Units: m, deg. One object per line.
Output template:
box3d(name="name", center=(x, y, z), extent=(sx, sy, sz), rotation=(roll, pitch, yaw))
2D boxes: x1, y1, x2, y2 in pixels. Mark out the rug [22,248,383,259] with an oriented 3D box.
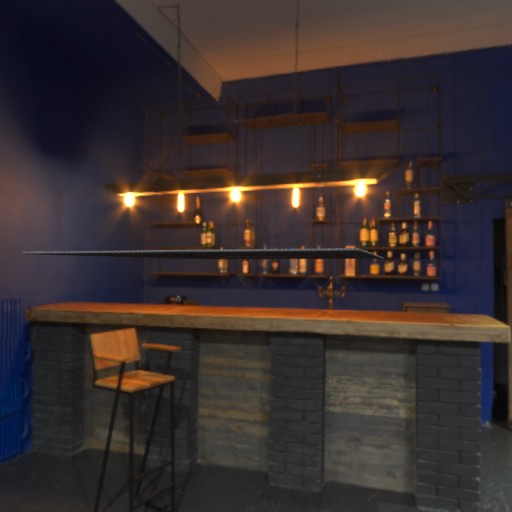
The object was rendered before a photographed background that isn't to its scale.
box3d(name="rug", center=(0.000, 0.000, 2.289), extent=(1.207, 0.012, 1.820), rotation=(0, -1, 18))
